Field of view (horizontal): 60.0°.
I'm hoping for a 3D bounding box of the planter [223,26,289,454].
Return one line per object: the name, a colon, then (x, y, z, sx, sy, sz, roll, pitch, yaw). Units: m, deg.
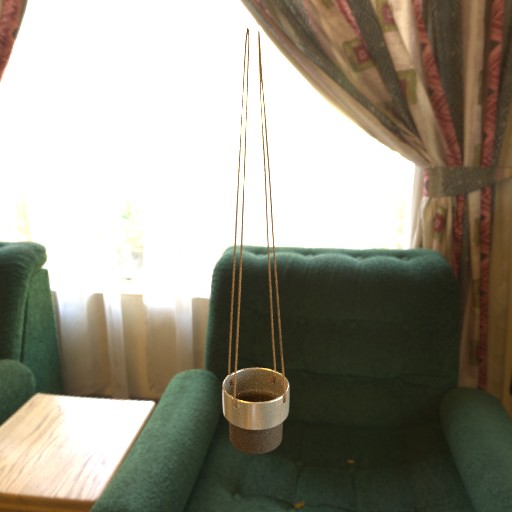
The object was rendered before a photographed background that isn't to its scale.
planter: (0.000, 0.000, 1.140, 0.187, 1.073, 0.187, -2, 15, -9)
